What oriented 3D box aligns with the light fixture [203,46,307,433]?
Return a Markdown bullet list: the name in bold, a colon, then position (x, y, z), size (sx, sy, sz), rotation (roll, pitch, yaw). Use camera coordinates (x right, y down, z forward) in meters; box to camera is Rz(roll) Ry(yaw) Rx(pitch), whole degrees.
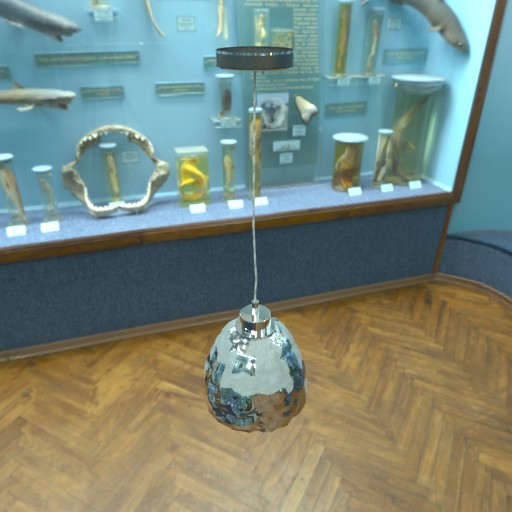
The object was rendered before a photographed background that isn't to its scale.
- **light fixture**: position (0.000, 0.000, 1.783), size (0.500, 1.511, 0.496), rotation (-8, 30, -14)
